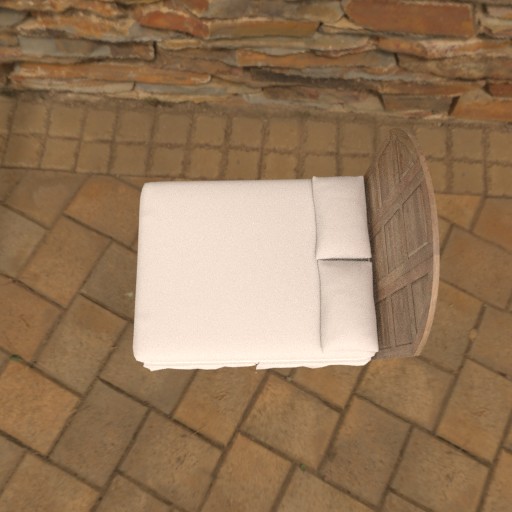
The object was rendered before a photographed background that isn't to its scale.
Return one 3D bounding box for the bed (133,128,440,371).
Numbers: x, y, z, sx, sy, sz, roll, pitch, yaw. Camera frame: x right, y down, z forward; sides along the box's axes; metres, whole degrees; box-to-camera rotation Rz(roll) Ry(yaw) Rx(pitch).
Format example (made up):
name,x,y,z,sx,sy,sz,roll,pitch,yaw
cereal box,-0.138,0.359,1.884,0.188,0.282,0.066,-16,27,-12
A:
name,x,y,z,sx,sy,sz,roll,pitch,yaw
bed,0.000,0.000,3.483,2.112,2.002,1.713,-1,75,0
